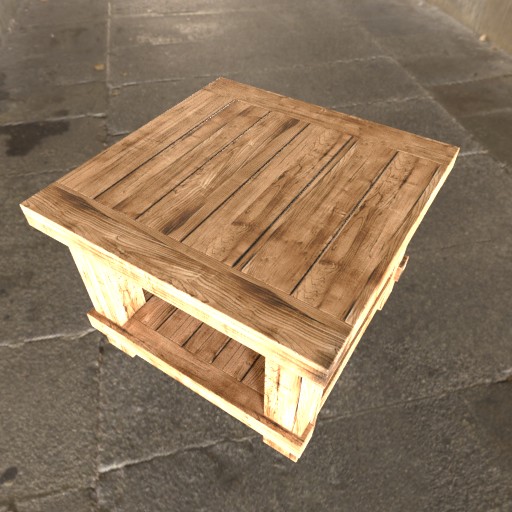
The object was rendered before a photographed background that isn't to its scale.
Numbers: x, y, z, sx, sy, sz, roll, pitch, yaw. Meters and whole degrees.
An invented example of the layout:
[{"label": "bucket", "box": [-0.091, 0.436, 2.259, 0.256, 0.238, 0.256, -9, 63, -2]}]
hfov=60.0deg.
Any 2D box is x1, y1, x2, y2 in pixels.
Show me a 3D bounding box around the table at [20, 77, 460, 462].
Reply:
[{"label": "table", "box": [0.000, 0.000, 1.016, 0.610, 0.457, 0.610, 25, 51, 22]}]
